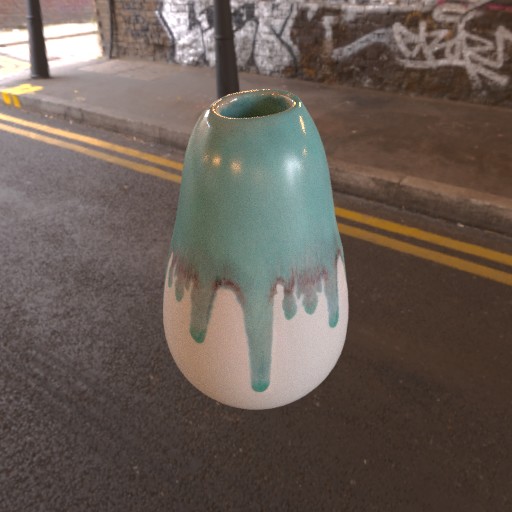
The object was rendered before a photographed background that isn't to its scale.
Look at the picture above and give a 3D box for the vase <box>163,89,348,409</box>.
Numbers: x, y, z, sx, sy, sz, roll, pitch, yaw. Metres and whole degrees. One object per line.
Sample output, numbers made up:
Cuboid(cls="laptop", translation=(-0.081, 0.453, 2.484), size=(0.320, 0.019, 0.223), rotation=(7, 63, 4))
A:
Cuboid(cls="vase", translation=(0.000, 0.000, 0.261), size=(0.116, 0.179, 0.116), rotation=(0, 32, 0))
